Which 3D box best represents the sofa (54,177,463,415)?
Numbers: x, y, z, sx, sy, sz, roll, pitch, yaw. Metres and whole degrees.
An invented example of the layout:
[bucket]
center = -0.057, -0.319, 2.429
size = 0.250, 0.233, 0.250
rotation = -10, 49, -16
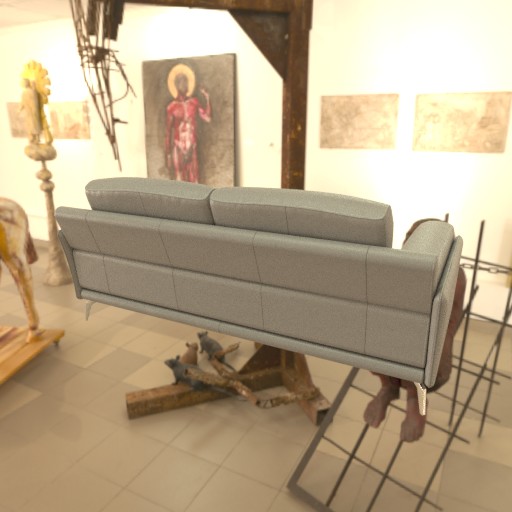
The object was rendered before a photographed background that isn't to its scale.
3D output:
[sofa]
center = 0.000, 0.000, 2.547
size = 2.101, 0.930, 1.049
rotation = 9, 20, 26
